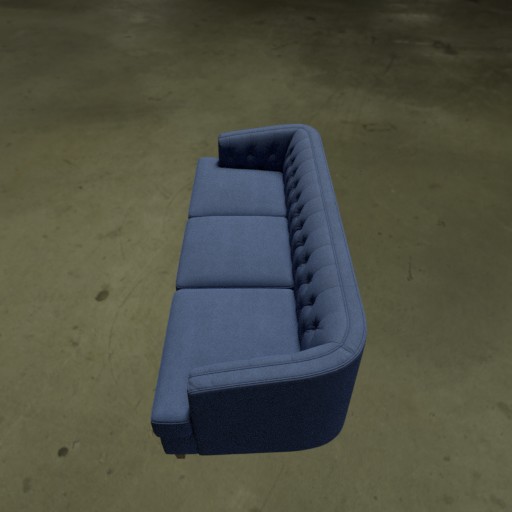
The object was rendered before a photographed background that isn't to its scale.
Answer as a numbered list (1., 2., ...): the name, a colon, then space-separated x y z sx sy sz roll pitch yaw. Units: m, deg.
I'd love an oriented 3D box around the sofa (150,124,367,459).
1. sofa: 0.000 0.000 2.719 0.914 0.787 2.235 0 41 0
